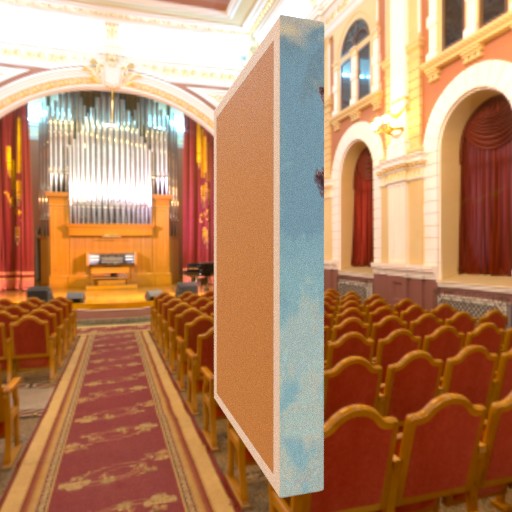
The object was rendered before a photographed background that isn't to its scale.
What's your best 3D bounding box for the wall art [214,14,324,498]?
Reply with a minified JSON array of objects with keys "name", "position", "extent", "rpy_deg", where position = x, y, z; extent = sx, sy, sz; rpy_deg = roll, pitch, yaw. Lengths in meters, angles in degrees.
[{"name":"wall art","position":[0.000,0.000,0.472],"extent":[0.039,0.380,0.251],"rpy_deg":[0,1,-17]}]
